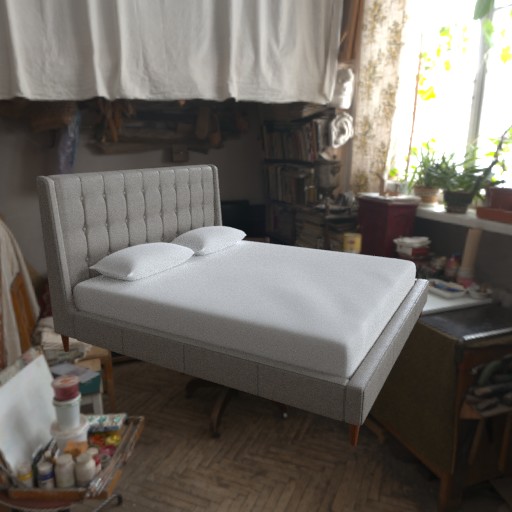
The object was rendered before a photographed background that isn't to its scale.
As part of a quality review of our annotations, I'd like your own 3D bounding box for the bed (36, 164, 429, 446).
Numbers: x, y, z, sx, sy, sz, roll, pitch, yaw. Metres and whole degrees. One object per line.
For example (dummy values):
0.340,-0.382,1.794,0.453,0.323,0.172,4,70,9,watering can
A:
0.000,0.000,3.495,2.342,1.289,2.062,8,16,28,bed
